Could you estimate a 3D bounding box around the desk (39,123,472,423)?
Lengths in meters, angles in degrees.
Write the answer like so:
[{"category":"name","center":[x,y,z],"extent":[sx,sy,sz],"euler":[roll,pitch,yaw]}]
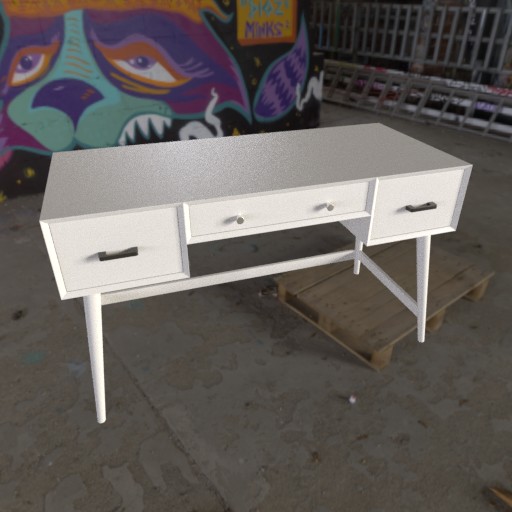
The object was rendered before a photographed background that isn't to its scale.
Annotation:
[{"category":"desk","center":[0.000,0.000,1.695],"extent":[1.313,0.762,0.589],"euler":[-10,32,-16]}]
